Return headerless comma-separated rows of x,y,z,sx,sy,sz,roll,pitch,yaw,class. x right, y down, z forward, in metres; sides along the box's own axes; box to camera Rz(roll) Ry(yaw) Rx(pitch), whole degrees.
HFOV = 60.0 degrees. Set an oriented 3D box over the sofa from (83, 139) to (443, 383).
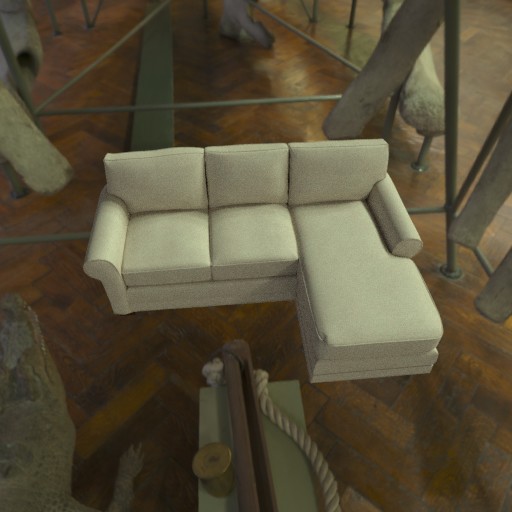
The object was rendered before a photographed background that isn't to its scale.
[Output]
0.000,0.000,2.389,1.770,0.734,1.226,-4,46,-4,sofa
